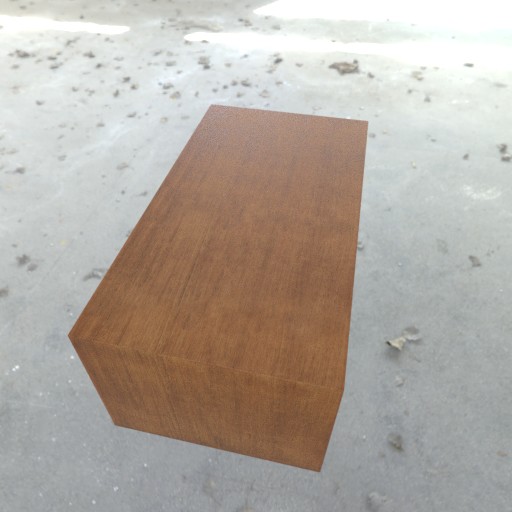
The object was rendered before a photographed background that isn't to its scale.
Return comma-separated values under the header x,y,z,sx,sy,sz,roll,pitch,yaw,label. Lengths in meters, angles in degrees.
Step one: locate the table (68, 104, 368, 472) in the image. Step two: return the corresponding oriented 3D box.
x,y,z,sx,sy,sz,roll,pitch,yaw,label
0.000,0.000,1.333,0.549,0.419,1.000,9,46,9,table
